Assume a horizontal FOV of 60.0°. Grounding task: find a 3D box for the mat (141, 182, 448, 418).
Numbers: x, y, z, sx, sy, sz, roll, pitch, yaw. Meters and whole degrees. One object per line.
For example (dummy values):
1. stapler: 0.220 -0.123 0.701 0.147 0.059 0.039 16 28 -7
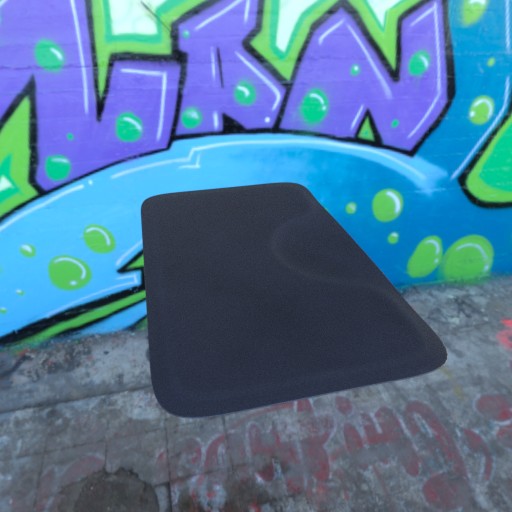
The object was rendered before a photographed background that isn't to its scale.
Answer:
1. mat: 0.000 0.000 1.859 0.918 0.013 1.524 -7 32 -12
